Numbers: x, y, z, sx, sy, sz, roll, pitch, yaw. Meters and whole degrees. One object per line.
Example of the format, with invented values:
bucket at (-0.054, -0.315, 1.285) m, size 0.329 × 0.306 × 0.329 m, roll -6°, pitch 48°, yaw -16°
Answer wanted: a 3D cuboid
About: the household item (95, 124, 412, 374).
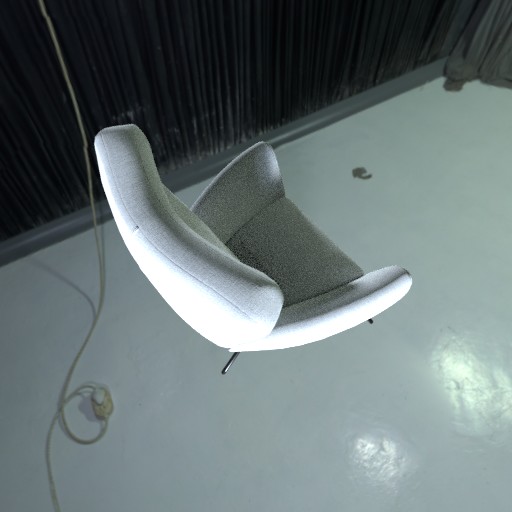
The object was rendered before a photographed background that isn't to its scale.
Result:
household item at (0.000, 0.000, 1.825) m, size 0.900 × 1.050 × 0.980 m, roll -32°, pitch 62°, yaw -19°
